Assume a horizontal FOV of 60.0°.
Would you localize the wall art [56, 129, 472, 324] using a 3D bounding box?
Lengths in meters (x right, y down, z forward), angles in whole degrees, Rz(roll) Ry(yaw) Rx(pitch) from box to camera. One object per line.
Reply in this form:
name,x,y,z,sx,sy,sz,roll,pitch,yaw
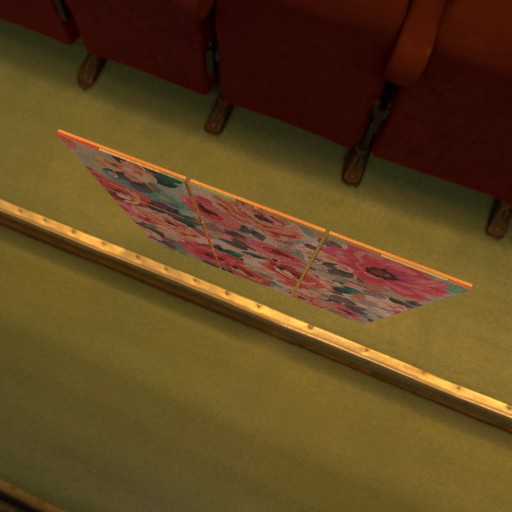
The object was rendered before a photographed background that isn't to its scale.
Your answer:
wall art,0.000,0.000,1.351,0.911,0.910,0.012,21,78,5
